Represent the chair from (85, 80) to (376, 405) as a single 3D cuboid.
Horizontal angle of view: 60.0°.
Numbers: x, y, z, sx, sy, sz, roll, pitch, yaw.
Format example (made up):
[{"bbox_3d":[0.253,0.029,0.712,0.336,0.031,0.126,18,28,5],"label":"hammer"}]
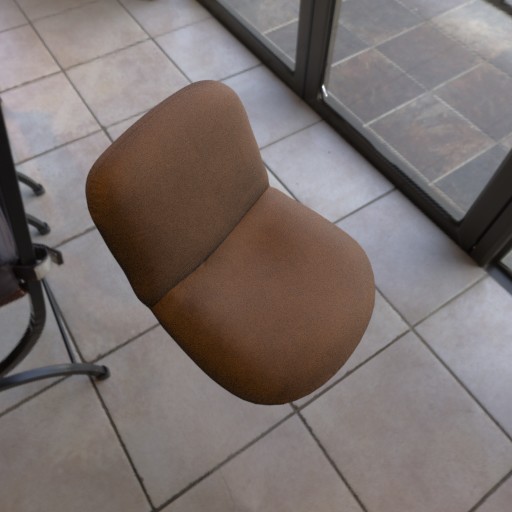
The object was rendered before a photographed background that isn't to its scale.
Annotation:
[{"bbox_3d":[0.000,0.000,1.037,0.597,0.594,0.521,34,65,18],"label":"chair"}]
